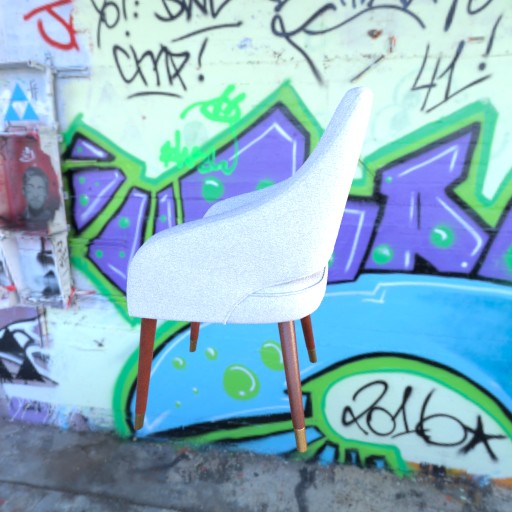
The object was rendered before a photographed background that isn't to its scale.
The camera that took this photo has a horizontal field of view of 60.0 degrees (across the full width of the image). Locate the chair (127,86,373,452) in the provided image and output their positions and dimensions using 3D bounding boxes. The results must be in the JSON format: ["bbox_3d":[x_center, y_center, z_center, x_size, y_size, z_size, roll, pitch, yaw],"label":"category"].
[{"bbox_3d":[0.000,0.000,1.289,0.600,0.889,0.609,3,15,10],"label":"chair"}]
